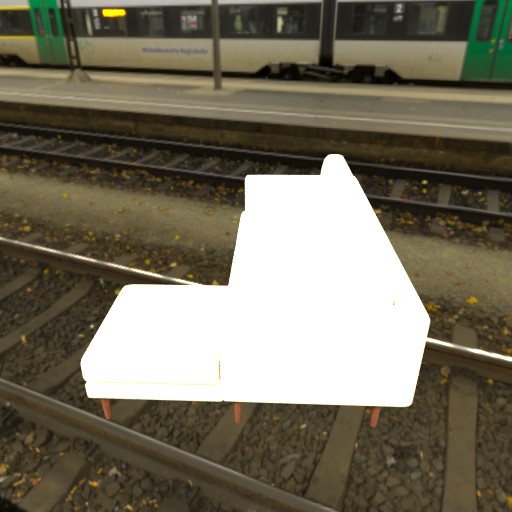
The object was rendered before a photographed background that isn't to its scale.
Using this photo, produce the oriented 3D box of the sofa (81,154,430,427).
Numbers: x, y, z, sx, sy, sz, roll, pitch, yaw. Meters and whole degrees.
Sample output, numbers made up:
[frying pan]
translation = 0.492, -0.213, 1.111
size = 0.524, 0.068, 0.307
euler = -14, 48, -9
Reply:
[sofa]
translation = 0.000, 0.000, 2.896
size = 1.580, 0.899, 2.029
euler = 1, 28, 2
